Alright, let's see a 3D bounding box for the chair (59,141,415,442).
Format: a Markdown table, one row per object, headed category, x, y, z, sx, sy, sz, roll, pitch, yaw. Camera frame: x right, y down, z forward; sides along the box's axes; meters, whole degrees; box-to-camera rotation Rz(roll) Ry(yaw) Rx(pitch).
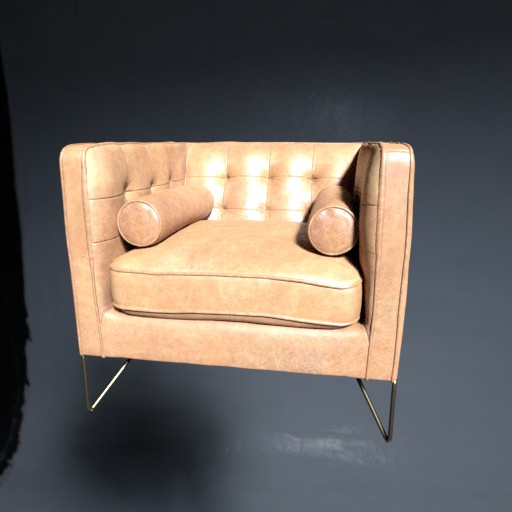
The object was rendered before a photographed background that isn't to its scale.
| category | x | y | z | sx | sy | sz | roll | pitch | yaw |
| --- | --- | --- | --- | --- | --- | --- | --- | --- | --- |
| chair | 0.000 | 0.000 | 1.585 | 0.920 | 0.797 | 0.912 | 2 | 14 | 9 |
